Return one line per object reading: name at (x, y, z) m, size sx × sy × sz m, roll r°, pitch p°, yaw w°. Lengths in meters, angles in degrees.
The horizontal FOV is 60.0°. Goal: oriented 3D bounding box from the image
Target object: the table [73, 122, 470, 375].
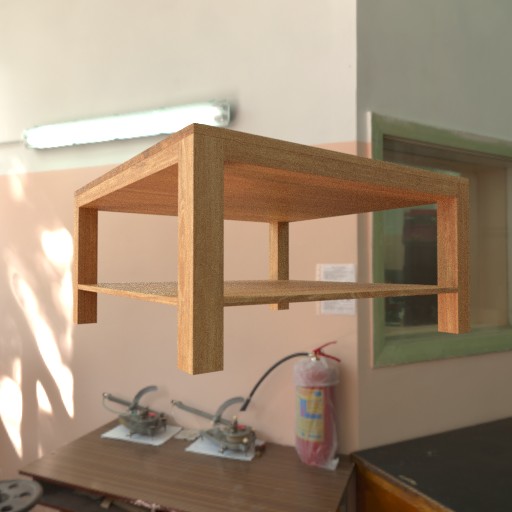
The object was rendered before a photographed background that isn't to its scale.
table at (0.000, 0.000, 1.412) m, size 0.900 × 0.450 × 0.900 m, roll 1°, pitch -2°, yaw -35°
